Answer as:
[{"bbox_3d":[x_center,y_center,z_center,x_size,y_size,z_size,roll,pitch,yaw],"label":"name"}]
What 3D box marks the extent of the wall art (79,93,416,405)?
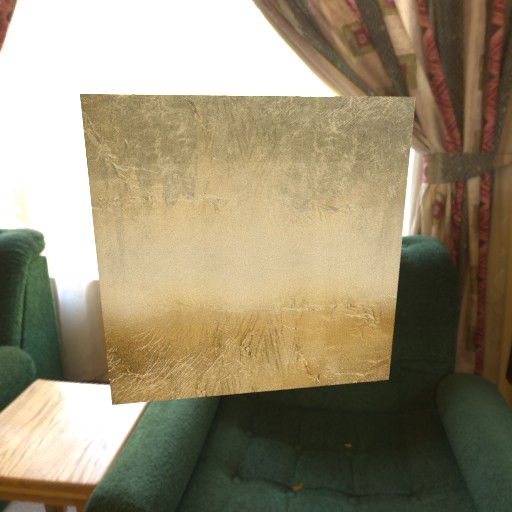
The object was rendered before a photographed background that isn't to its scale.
[{"bbox_3d":[0.000,0.000,1.602,1.092,1.091,0.051,-3,16,-9],"label":"wall art"}]
